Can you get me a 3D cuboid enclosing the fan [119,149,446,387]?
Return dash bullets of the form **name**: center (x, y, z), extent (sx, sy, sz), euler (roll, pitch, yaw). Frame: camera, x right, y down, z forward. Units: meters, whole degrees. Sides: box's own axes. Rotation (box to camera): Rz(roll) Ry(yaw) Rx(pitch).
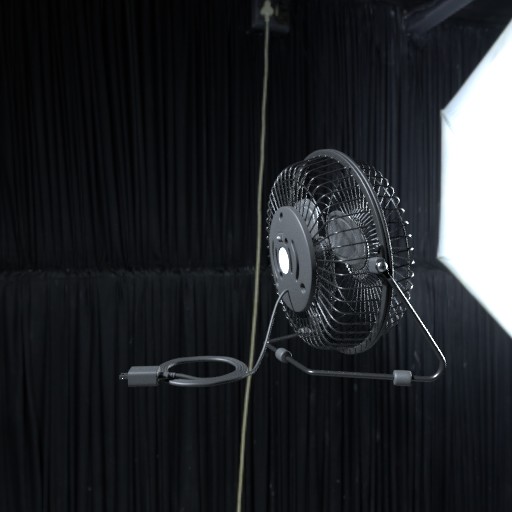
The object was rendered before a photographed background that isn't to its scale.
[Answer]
- **fan**: center (0.000, 0.000, 0.383), extent (0.227, 0.188, 0.209), euler (0, 1, -17)
